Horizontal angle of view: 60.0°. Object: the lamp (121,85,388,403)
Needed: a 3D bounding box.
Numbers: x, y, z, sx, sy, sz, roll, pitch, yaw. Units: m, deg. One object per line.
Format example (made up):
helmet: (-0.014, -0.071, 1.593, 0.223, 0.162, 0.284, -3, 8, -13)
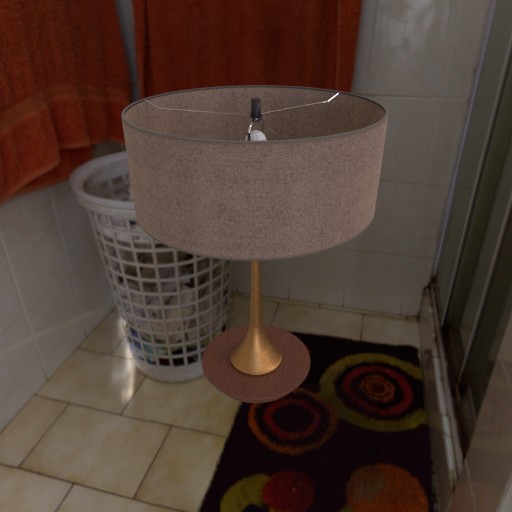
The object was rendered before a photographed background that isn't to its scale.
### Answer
lamp: (0.000, 0.000, 0.813, 0.396, 0.551, 0.417, 8, 30, 15)
